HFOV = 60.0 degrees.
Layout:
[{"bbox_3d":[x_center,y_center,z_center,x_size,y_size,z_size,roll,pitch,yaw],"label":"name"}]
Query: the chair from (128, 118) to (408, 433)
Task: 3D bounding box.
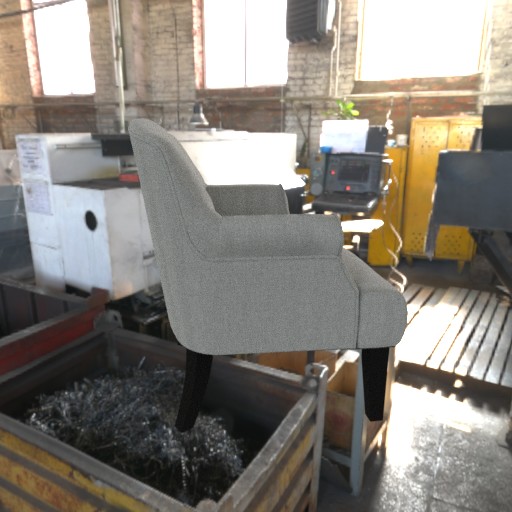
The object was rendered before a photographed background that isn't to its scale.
[{"bbox_3d":[0.000,0.000,1.487,0.755,0.880,0.772,-2,16,-9],"label":"chair"}]
